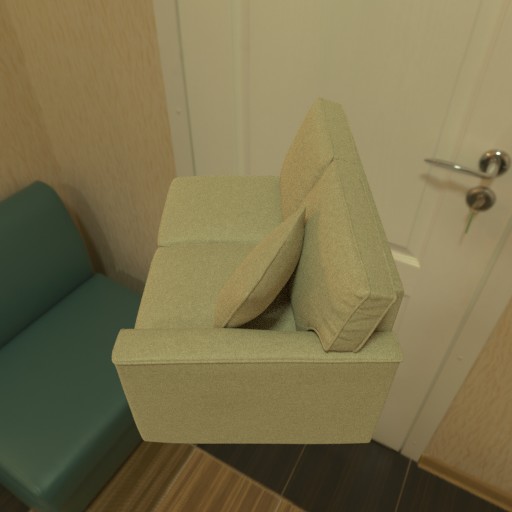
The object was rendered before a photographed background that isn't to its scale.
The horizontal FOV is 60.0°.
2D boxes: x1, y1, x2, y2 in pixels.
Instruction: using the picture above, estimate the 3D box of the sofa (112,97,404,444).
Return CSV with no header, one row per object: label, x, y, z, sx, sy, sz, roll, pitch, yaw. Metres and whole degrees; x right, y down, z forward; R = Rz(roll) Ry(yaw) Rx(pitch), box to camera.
sofa,0.000,0.000,2.069,0.991,0.989,1.388,0,42,0
